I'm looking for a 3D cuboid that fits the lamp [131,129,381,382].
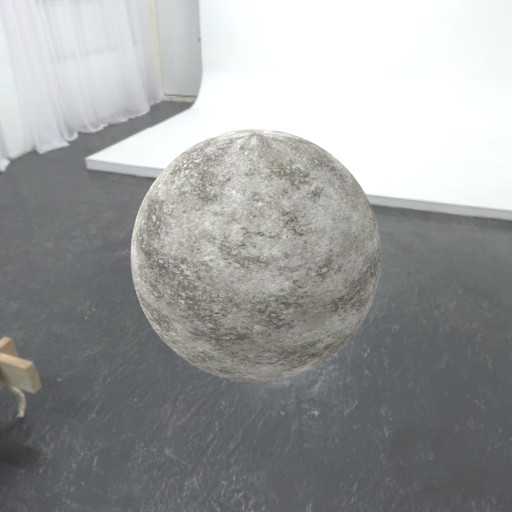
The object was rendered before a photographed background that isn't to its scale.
[{"bbox_3d":[0.000,0.000,0.775,0.422,0.429,0.422,0,30,0],"label":"lamp"}]
